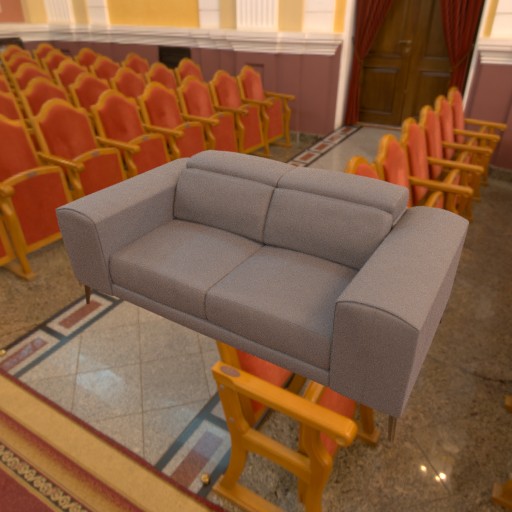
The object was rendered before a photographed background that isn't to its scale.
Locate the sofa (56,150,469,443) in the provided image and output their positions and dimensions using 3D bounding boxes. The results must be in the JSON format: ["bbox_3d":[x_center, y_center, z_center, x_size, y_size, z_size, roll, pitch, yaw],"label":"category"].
[{"bbox_3d":[0.000,0.000,2.356,1.895,0.779,1.003,17,34,27],"label":"sofa"}]
